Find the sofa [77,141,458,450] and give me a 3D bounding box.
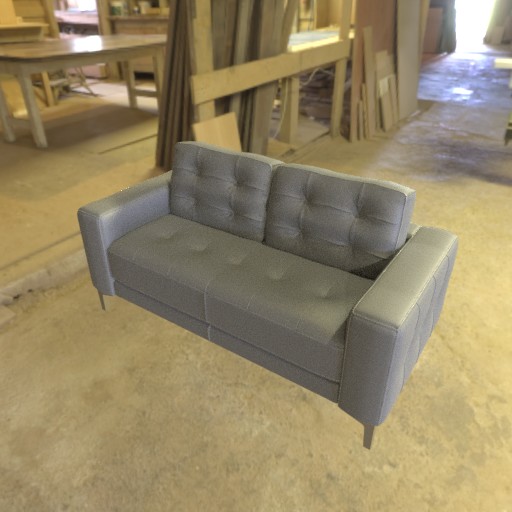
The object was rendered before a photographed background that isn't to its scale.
[{"bbox_3d":[0.000,0.000,2.234,1.726,0.893,0.833,19,36,29],"label":"sofa"}]
